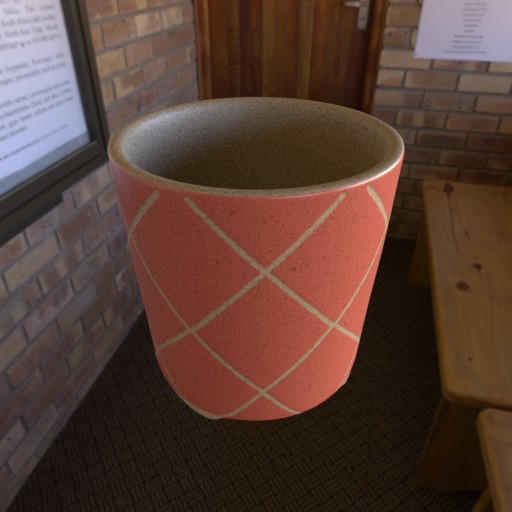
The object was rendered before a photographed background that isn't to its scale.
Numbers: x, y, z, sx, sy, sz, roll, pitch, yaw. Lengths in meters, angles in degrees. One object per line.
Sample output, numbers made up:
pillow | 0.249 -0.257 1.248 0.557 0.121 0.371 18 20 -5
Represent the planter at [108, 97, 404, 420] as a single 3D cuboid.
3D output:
planter | 0.000 0.000 0.416 0.227 0.235 0.227 0 33 0
